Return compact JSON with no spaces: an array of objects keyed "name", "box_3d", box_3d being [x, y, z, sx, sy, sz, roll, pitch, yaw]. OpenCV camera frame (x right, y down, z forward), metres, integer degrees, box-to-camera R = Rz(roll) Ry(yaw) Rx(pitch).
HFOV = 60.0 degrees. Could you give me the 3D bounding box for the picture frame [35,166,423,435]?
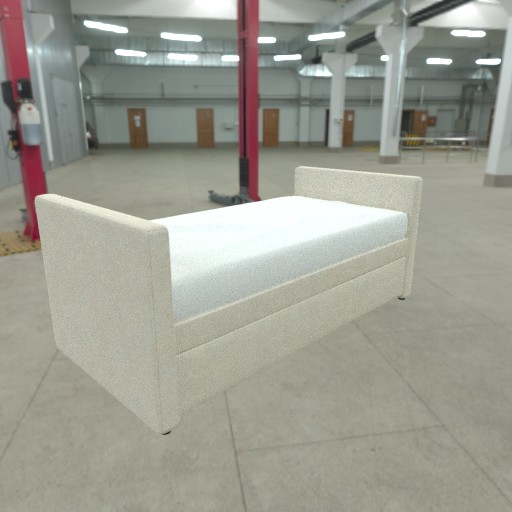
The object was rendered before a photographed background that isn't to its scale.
[{"name":"picture frame","box_3d":[0.000,0.000,2.764,1.069,0.891,2.161,16,23,43]}]
